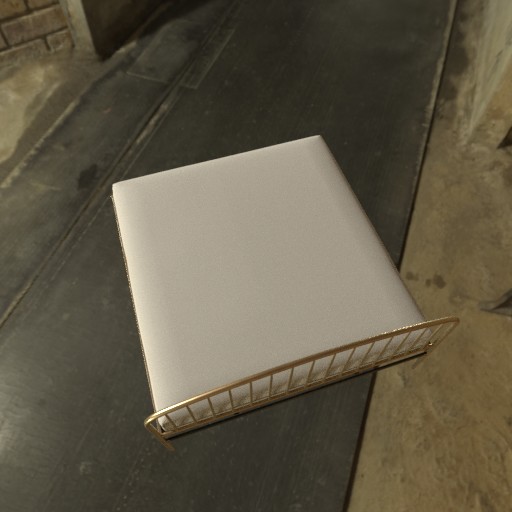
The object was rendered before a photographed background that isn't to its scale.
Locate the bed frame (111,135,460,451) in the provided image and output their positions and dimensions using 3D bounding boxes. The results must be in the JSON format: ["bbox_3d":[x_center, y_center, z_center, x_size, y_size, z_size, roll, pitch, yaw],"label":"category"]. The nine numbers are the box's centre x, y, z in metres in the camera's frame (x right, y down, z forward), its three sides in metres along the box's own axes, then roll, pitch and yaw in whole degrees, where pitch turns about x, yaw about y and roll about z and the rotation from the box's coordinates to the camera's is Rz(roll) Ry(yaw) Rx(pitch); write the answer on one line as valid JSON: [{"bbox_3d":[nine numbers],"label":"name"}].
[{"bbox_3d":[0.000,0.000,3.456,2.016,1.174,2.152,-15,60,-9],"label":"bed frame"}]
